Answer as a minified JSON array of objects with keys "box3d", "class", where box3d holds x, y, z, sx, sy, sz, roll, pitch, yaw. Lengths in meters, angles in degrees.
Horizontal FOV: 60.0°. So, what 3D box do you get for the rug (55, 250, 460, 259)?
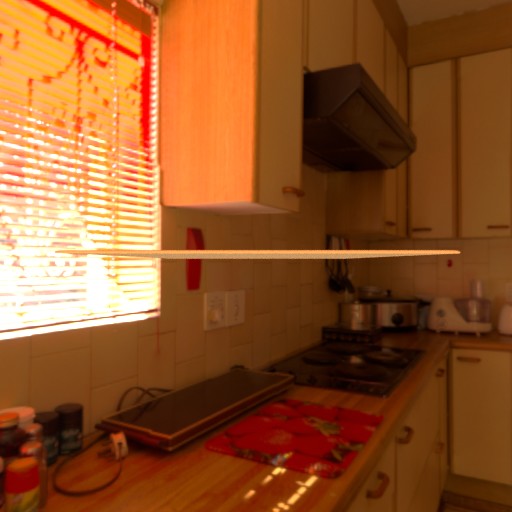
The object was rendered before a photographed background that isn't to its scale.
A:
[{"box3d":[0.000,0.000,2.716,1.524,0.013,2.134,0,-1,0],"class":"rug"}]
